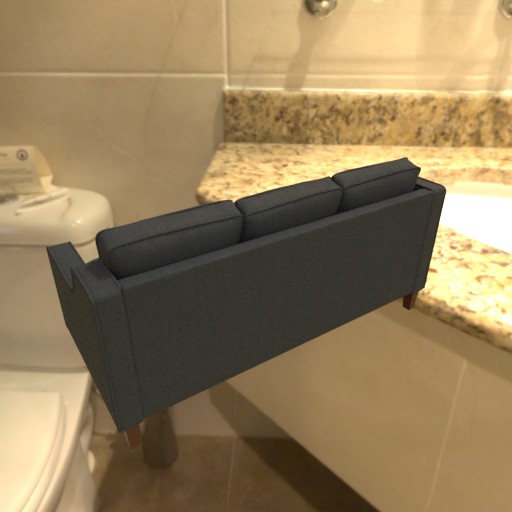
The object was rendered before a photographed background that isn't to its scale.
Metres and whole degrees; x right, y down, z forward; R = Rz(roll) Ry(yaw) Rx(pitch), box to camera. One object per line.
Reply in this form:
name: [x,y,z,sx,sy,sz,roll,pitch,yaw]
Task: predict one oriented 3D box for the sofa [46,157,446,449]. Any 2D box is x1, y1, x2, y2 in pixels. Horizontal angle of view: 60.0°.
sofa: [0.000,0.000,2.489,1.986,0.974,0.911,-18,33,-30]
